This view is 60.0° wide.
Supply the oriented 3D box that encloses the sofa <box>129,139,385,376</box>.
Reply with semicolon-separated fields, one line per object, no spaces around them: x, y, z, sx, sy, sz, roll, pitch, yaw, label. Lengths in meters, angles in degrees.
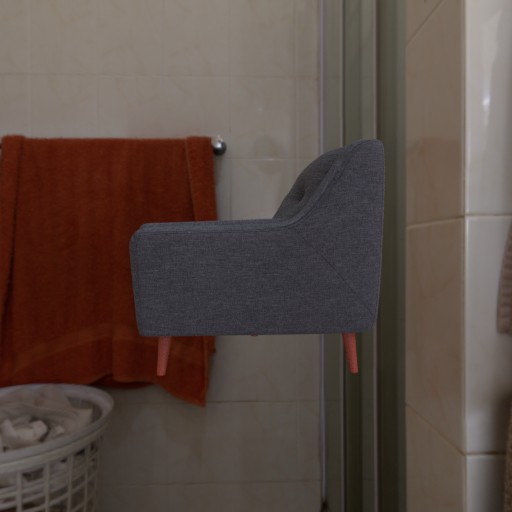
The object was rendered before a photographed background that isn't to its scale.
0.000;0.000;2.465;0.975;0.896;1.929;0;1;0;sofa
